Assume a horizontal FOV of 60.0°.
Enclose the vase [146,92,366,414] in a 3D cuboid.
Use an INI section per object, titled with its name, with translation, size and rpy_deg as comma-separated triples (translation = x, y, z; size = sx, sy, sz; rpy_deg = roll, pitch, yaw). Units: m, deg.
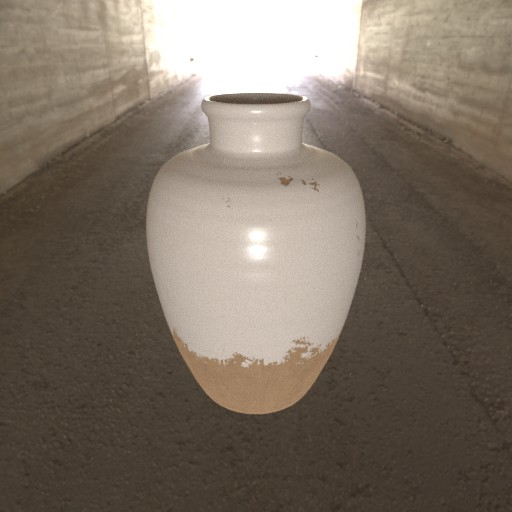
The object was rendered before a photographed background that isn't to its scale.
[vase]
translation = 0.000, 0.000, 0.338
size = 0.158, 0.228, 0.158
rpy_deg = 0, 26, 0
